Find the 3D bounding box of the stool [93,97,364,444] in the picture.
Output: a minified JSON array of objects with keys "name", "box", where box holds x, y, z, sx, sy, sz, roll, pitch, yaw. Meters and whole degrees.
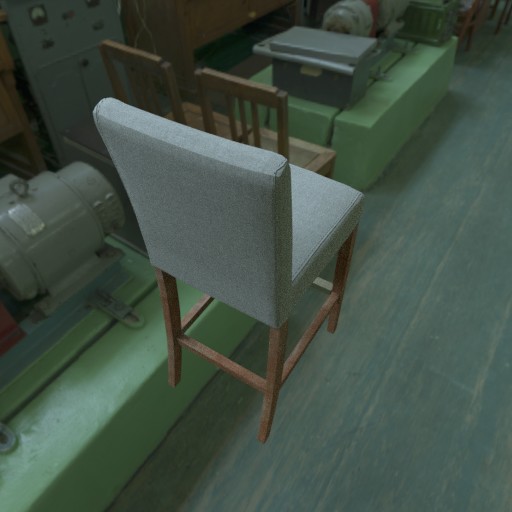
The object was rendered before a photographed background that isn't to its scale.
[{"name":"stool","box":[0.000,0.000,1.321,0.439,1.088,0.570,24,50,22]}]
